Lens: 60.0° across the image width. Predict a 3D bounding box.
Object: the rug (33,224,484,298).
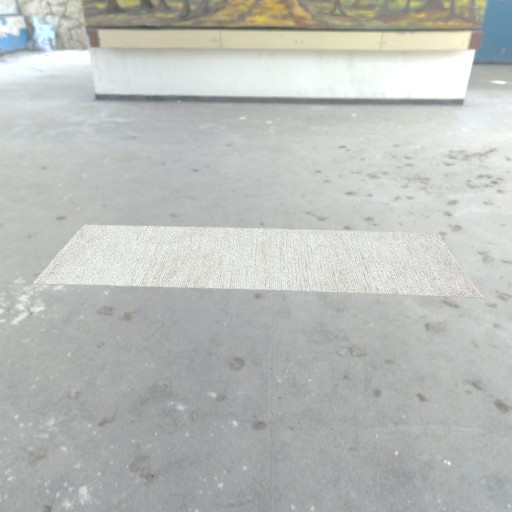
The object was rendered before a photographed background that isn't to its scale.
[{"bbox_3d":[0.000,0.000,2.603,2.346,0.013,0.712,2,30,3],"label":"rug"}]
